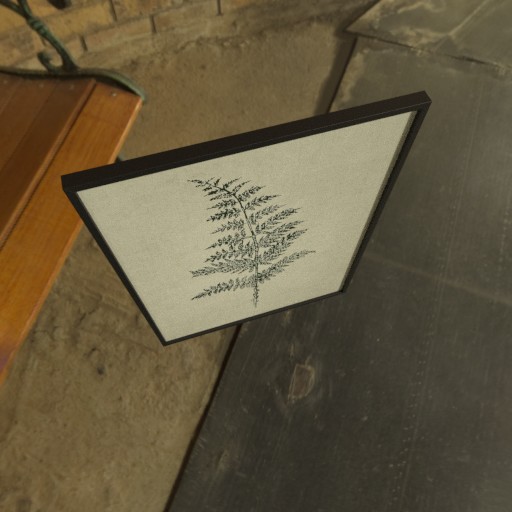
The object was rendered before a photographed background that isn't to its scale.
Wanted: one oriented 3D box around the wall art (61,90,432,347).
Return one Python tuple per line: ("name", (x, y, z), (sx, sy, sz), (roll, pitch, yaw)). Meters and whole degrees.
("wall art", (0.000, 0.000, 1.400), (0.802, 1.070, 0.036), (-15, 63, -8))
